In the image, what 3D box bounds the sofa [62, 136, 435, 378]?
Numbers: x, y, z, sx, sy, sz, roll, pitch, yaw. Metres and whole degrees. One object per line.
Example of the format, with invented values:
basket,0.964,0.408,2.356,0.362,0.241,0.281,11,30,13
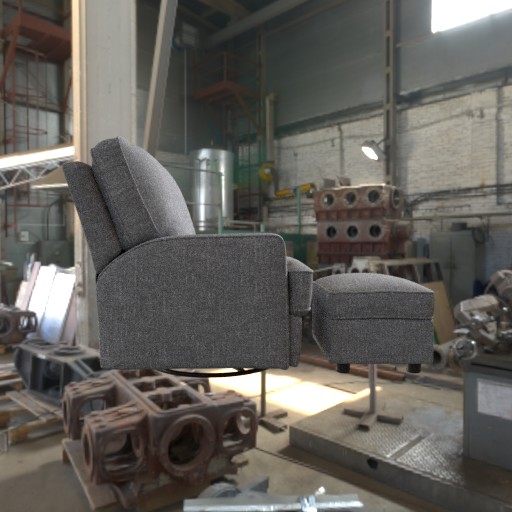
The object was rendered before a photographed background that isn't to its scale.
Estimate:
sofa,0.000,0.000,2.055,1.472,0.959,0.861,0,1,0
